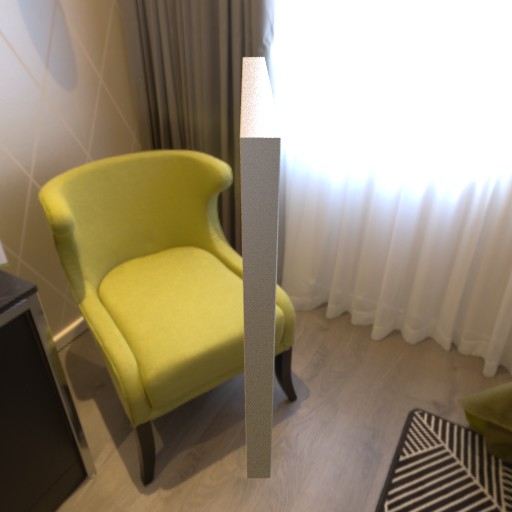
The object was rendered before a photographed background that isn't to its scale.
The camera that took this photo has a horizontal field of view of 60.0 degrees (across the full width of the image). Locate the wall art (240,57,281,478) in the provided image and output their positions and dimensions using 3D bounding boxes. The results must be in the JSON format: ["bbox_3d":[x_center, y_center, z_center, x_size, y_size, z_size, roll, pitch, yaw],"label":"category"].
[{"bbox_3d":[0.000,0.000,0.746,0.038,0.549,0.452,-1,33,-1],"label":"wall art"}]
